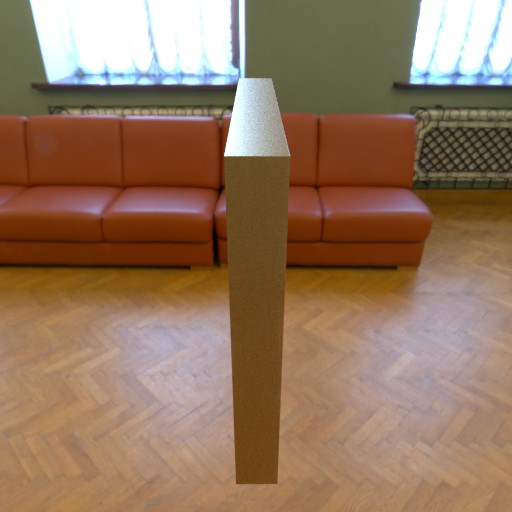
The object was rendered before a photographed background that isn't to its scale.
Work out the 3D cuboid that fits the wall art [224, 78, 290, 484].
[{"bbox_3d":[0.000,0.000,0.461,0.038,0.305,0.306,0,30,0],"label":"wall art"}]
